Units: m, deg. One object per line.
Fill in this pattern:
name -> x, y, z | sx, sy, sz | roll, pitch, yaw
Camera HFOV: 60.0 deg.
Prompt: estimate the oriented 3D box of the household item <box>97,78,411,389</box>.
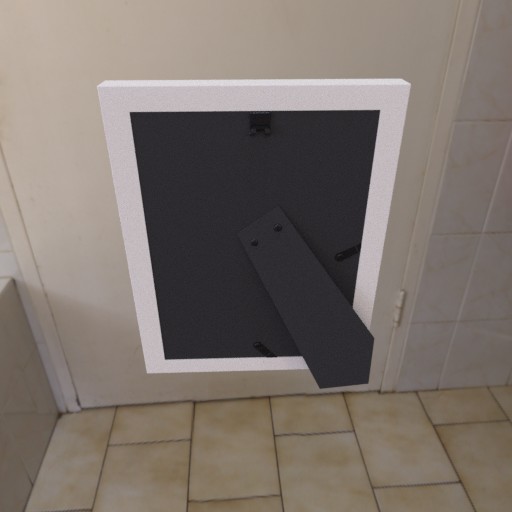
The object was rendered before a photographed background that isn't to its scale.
household item -> 0.000, 0.000, 0.343 | 0.200, 0.250, 0.045 | -1, 31, -2
